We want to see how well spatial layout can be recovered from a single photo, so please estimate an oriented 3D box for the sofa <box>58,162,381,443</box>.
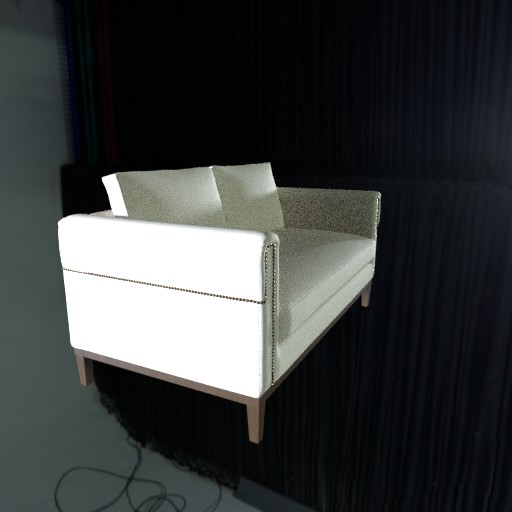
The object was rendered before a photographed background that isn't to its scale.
[{"bbox_3d":[0.000,0.000,2.211,0.905,0.873,1.598,7,15,27],"label":"sofa"}]
